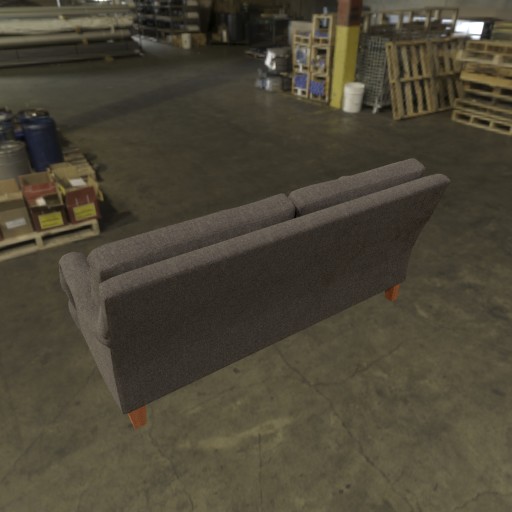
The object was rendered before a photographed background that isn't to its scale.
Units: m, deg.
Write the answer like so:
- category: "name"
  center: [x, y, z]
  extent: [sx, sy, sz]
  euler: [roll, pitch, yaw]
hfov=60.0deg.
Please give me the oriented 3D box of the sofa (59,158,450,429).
- category: "sofa"
  center: [0.000, 0.000, 2.753]
  extent: [2.160, 1.054, 1.087]
  euler: [-19, 36, -29]
